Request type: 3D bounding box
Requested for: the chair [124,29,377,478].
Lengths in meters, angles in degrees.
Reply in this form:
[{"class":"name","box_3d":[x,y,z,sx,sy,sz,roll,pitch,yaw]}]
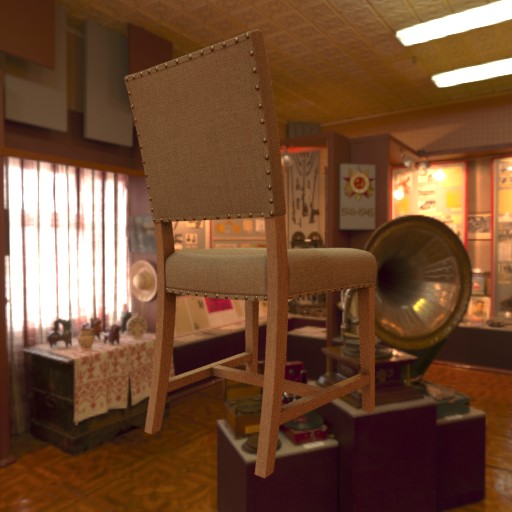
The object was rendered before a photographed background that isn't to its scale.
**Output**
[{"class":"chair","box_3d":[0.000,0.000,1.306,0.508,0.986,0.622,1,2,37]}]
